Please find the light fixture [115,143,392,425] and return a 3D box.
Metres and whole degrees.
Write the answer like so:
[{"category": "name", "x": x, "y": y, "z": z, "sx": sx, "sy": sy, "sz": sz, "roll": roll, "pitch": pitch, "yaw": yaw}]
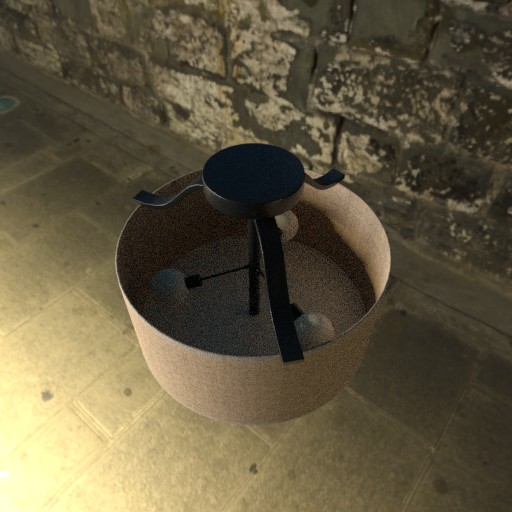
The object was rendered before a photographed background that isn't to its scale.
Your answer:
[{"category": "light fixture", "x": 0.000, "y": 0.000, "z": 0.652, "sx": 0.390, "sy": 0.306, "sz": 0.390, "roll": 0, "pitch": 46, "yaw": 0}]
